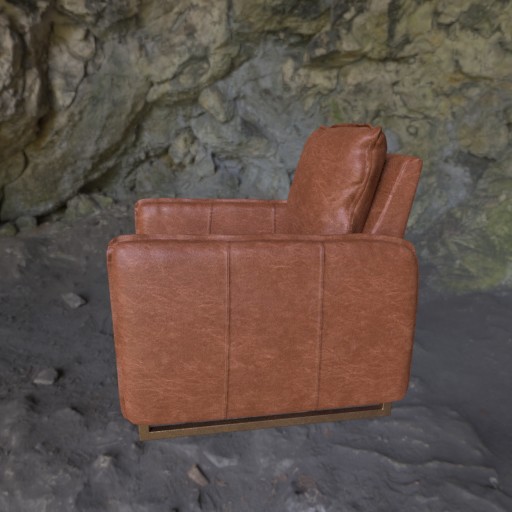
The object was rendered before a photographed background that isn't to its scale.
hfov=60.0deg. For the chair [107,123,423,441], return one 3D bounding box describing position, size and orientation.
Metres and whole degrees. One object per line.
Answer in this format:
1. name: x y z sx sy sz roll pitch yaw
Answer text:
1. chair: 0.000 0.000 1.601 0.922 0.922 0.830 -2 16 -9
